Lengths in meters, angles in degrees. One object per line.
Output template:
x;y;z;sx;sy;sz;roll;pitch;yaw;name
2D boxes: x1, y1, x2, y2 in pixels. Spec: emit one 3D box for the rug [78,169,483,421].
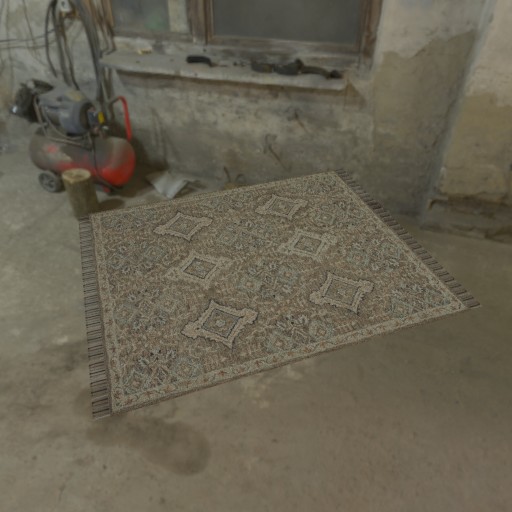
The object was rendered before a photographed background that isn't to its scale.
0.000;0.000;4.099;3.056;0.010;2.437;-13;41;-15;rug
